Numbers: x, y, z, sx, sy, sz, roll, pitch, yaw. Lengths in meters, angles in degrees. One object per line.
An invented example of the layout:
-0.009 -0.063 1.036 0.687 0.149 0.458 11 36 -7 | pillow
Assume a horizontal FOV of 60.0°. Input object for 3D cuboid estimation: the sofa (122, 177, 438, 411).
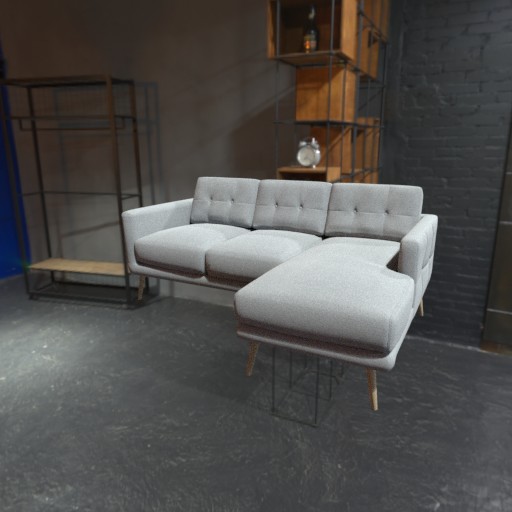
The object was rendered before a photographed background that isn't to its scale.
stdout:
0.000 0.000 2.847 2.040 0.860 1.530 7 16 27 | sofa
